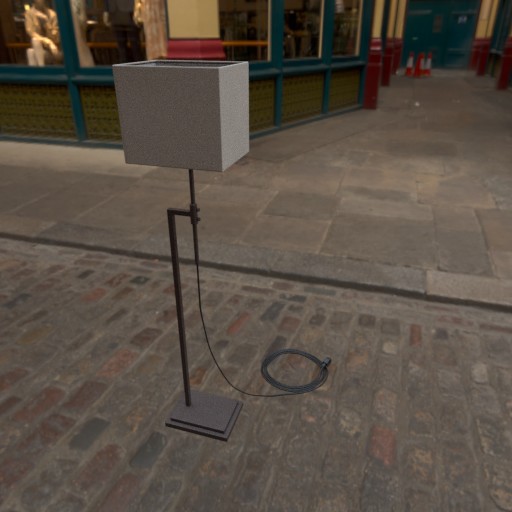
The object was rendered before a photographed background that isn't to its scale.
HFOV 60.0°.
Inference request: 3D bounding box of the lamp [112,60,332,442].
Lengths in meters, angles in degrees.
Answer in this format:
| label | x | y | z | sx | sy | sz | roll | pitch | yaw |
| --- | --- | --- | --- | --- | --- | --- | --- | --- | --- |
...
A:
| label | x | y | z | sx | sy | sz | roll | pitch | yaw |
| --- | --- | --- | --- | --- | --- | --- | --- | --- | --- |
| lamp | 0.000 | 0.000 | 1.976 | 0.698 | 1.600 | 0.774 | 8 | 28 | 15 |
